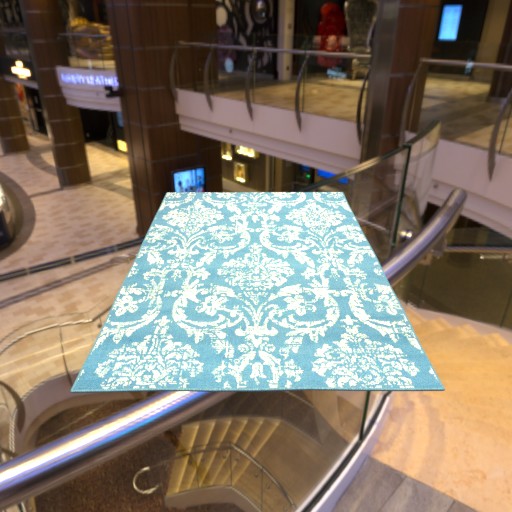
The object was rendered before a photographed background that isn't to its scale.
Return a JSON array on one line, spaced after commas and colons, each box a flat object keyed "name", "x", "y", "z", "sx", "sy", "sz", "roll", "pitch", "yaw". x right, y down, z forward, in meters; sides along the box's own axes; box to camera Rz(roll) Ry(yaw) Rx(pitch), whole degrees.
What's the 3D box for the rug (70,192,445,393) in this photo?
[{"name": "rug", "x": 0.000, "y": 0.000, "z": 2.235, "sx": 1.211, "sy": 0.012, "sz": 1.833, "roll": 0, "pitch": 28, "yaw": 0}]
